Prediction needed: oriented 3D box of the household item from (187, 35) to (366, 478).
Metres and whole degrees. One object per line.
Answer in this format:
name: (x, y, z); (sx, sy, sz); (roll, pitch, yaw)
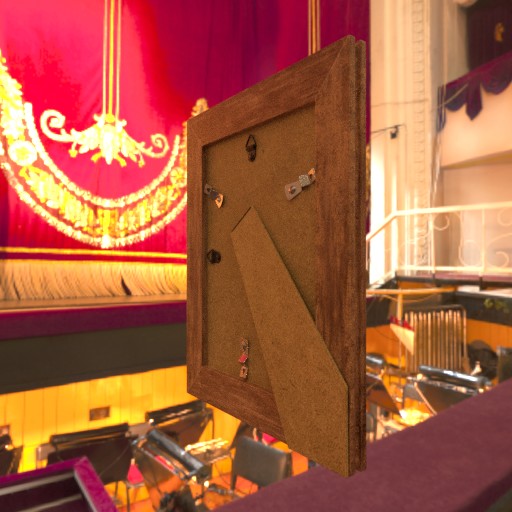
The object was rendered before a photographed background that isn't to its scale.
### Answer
household item: (0.000, 0.000, 0.315); (0.018, 0.237, 0.186); (0, 0, -37)
